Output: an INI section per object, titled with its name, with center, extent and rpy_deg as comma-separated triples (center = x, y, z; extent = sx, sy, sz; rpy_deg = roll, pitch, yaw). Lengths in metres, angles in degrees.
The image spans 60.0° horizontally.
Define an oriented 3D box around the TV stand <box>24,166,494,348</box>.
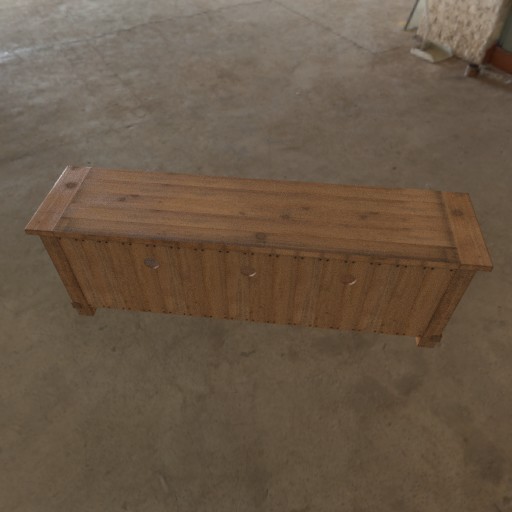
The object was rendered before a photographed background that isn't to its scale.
[TV stand]
center = 0.000, 0.000, 2.051
extent = 1.804, 0.573, 0.453
rpy_deg = 5, 47, 4
